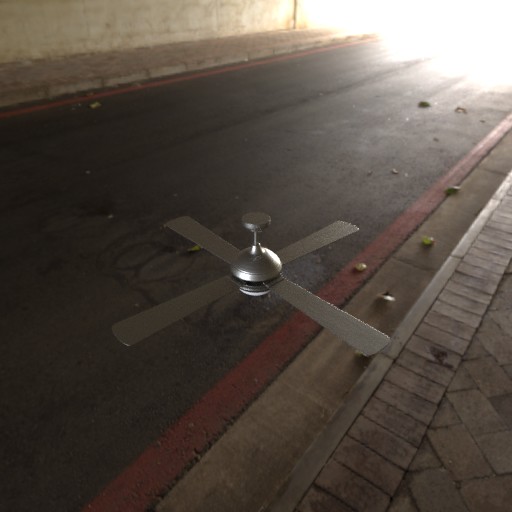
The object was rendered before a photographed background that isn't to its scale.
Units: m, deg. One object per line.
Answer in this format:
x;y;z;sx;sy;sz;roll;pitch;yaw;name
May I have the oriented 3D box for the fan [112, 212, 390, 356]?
0.000;0.000;2.006;1.321;0.381;1.321;-11;33;-18;fan
